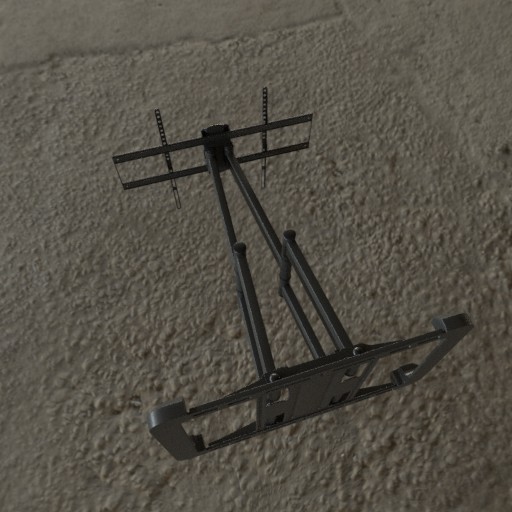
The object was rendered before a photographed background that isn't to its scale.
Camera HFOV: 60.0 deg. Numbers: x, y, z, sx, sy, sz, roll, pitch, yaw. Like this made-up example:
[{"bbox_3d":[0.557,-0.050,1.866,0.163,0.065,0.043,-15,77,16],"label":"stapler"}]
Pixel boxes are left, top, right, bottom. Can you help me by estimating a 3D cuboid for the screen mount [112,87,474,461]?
[{"bbox_3d":[0.000,0.000,1.328,0.725,0.483,0.905,-15,58,-9],"label":"screen mount"}]
